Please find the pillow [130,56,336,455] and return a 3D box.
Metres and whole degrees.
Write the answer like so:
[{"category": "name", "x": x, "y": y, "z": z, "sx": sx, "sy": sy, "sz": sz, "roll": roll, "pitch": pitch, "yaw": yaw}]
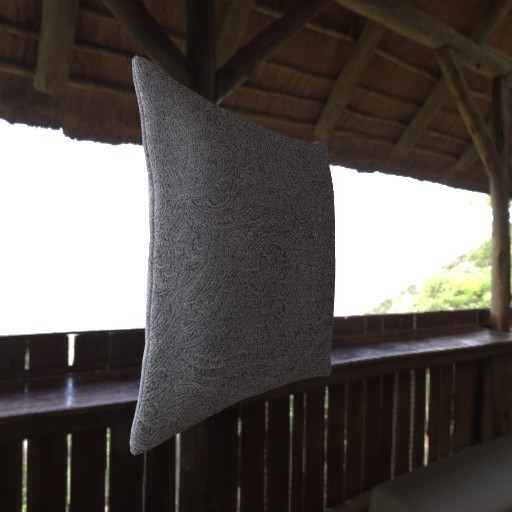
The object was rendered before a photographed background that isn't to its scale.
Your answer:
[{"category": "pillow", "x": 0.000, "y": 0.000, "z": 0.762, "sx": 0.166, "sy": 0.510, "sz": 0.523, "roll": -1, "pitch": -1, "yaw": 37}]
